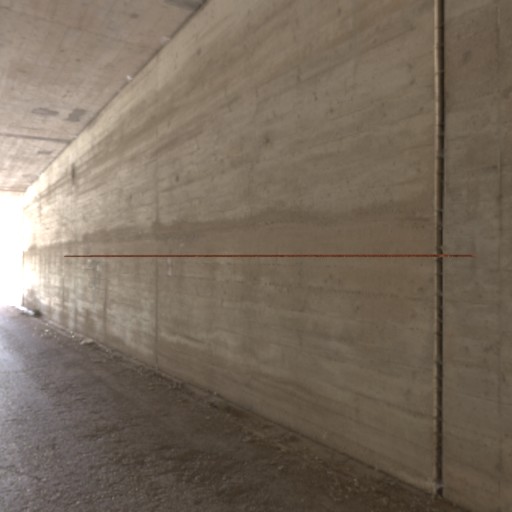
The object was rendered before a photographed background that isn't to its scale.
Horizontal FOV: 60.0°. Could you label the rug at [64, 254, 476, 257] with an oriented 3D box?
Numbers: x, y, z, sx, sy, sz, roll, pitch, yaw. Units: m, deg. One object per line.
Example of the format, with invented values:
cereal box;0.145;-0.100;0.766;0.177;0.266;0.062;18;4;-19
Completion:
rug;0.000;0.000;2.776;2.471;0.013;0.914;0;0;19
